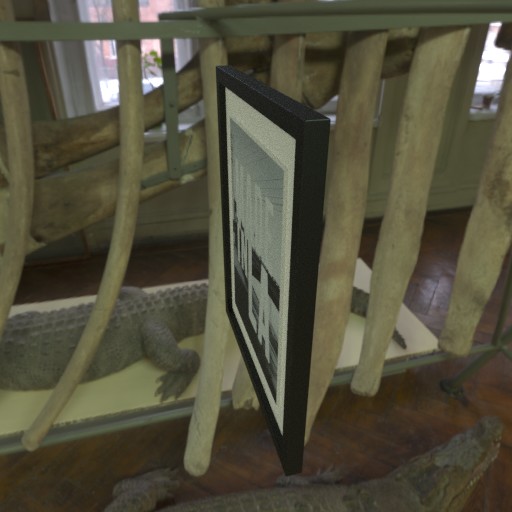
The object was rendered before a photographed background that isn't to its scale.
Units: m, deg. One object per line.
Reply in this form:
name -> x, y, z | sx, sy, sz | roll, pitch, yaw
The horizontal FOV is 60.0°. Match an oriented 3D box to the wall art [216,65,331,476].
wall art -> 0.000, 0.000, 0.765 | 0.028, 0.559, 0.457 | -8, 31, -13
